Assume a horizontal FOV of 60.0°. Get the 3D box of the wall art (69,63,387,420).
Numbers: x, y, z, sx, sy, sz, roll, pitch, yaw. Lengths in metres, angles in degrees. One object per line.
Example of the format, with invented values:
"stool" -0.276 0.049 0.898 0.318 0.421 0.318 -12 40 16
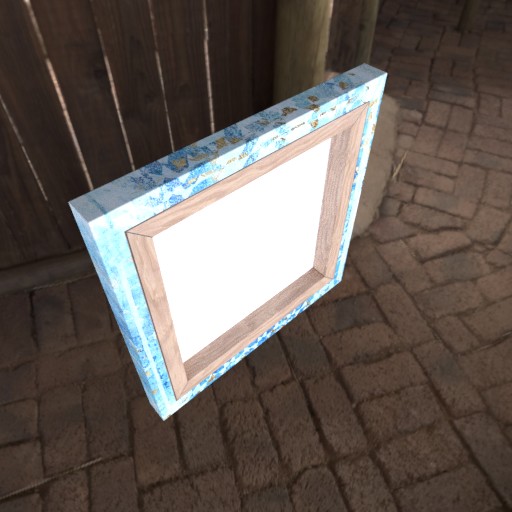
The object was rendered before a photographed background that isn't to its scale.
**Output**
"wall art" 0.000 0.000 0.615 0.405 0.405 0.037 -34 56 -27
